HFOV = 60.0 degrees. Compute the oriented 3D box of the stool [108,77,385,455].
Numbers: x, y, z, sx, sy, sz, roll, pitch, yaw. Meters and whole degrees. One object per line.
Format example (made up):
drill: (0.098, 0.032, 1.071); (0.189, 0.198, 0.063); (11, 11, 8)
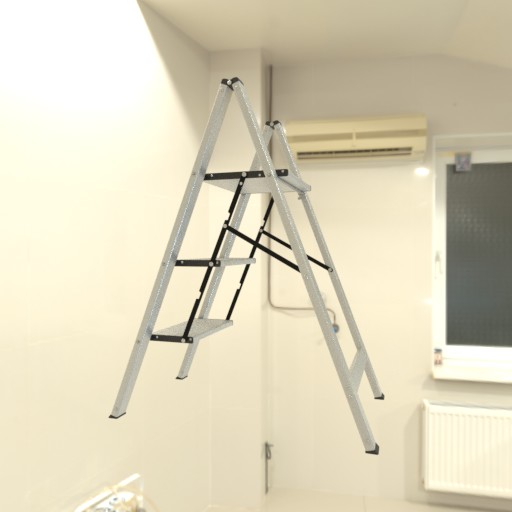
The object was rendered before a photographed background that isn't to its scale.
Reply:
stool: (0.000, 0.000, 1.327); (0.730, 0.902, 0.441); (0, 1, 18)
